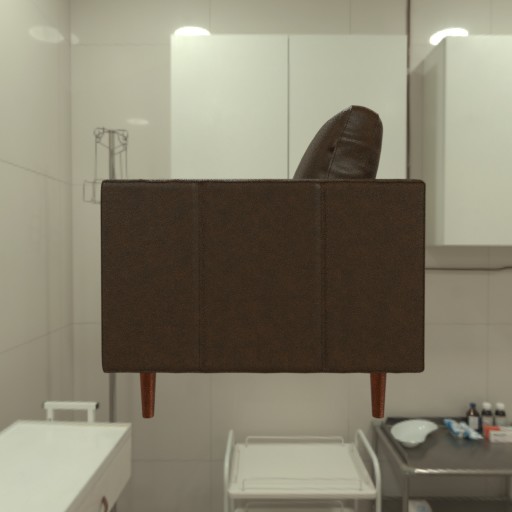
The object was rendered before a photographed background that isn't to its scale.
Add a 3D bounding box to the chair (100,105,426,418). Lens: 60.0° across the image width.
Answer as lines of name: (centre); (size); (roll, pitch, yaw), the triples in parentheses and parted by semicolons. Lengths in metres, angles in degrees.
chair: (0.000, 0.000, 1.625); (0.909, 0.956, 0.890); (0, 1, 0)
